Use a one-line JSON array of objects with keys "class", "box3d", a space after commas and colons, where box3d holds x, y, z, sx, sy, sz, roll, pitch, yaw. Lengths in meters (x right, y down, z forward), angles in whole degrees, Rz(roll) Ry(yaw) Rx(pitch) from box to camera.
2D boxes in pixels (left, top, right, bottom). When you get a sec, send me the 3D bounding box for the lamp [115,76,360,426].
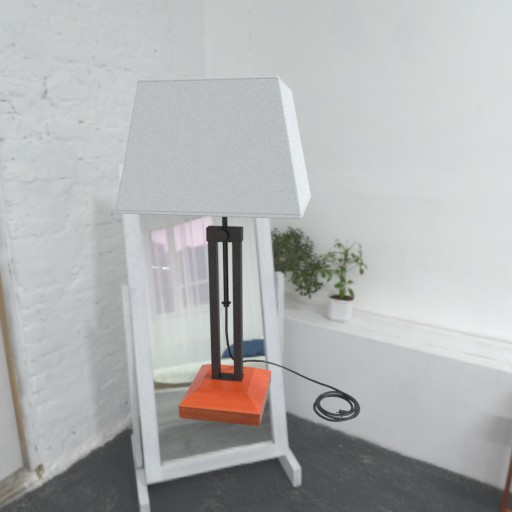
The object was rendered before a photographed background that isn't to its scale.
[{"class": "lamp", "box3d": [0.000, 0.000, 0.988, 0.498, 0.737, 0.310, 3, 15, 10]}]
